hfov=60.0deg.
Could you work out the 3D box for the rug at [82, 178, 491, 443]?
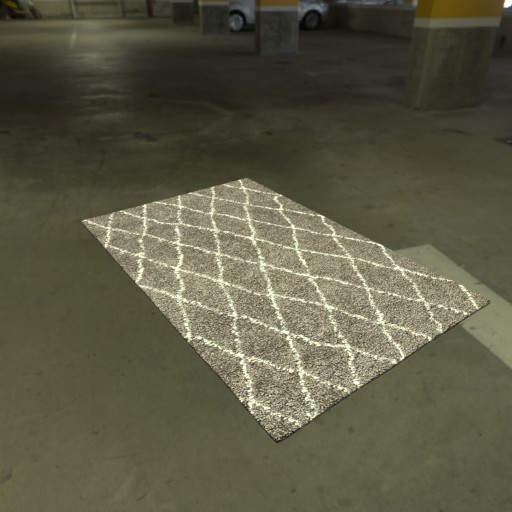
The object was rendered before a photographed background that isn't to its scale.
[{"bbox_3d":[0.000,0.000,3.366,1.778,0.030,2.743,-20,36,-31],"label":"rug"}]
